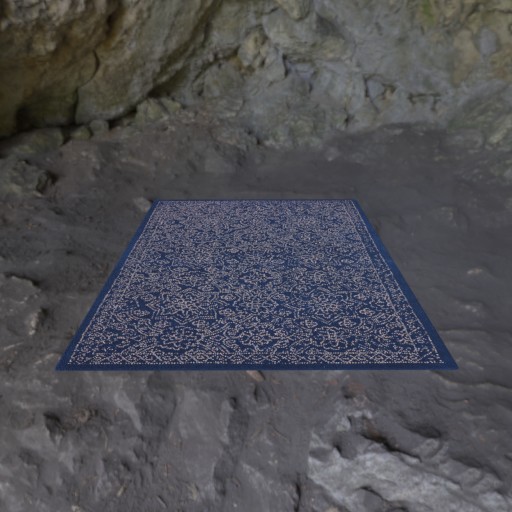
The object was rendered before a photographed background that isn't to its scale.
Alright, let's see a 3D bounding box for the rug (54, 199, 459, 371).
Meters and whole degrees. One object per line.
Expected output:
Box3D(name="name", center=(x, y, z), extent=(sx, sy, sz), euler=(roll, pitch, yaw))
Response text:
Box3D(name="rug", center=(0.000, 0.000, 4.018), extent=(2.438, 0.010, 3.048), euler=(0, 27, 0))
